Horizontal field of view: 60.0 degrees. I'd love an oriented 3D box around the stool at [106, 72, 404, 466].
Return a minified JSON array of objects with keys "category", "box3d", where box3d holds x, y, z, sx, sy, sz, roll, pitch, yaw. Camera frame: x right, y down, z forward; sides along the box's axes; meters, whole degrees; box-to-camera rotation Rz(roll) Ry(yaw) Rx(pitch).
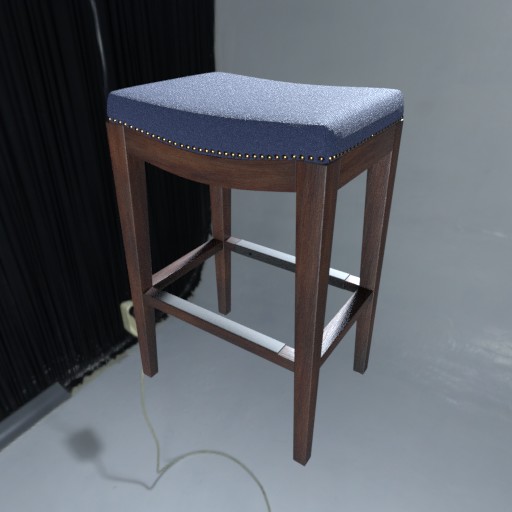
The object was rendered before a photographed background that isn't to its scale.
[{"category":"stool","box3d":[0.000,0.000,1.031,0.498,0.740,0.358,19,35,29]}]
